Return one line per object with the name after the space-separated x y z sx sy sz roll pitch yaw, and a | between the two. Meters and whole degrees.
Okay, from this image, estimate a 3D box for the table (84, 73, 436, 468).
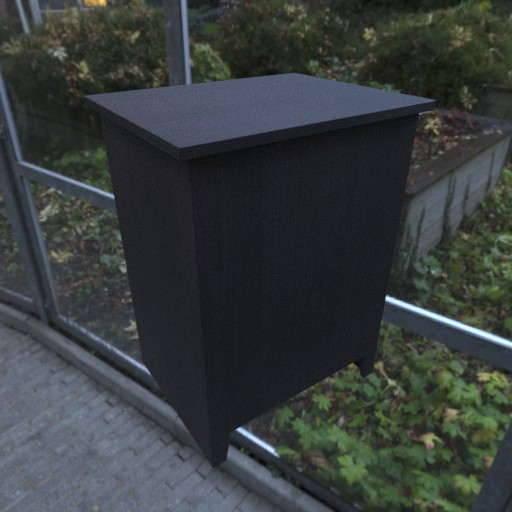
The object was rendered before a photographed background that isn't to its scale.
0.000 0.000 0.929 0.480 0.635 0.381 -19 35 -29 | table
